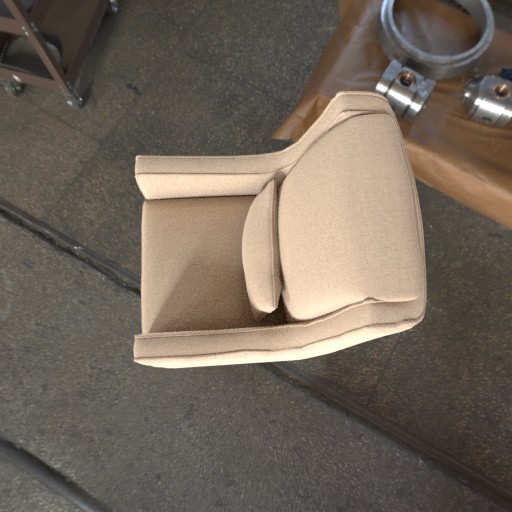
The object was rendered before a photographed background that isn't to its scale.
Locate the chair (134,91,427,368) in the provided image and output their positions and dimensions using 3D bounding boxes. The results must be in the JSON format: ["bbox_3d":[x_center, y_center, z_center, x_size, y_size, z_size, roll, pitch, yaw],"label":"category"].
[{"bbox_3d":[0.000,0.000,1.624,0.879,0.993,0.732,-4,74,-1],"label":"chair"}]
